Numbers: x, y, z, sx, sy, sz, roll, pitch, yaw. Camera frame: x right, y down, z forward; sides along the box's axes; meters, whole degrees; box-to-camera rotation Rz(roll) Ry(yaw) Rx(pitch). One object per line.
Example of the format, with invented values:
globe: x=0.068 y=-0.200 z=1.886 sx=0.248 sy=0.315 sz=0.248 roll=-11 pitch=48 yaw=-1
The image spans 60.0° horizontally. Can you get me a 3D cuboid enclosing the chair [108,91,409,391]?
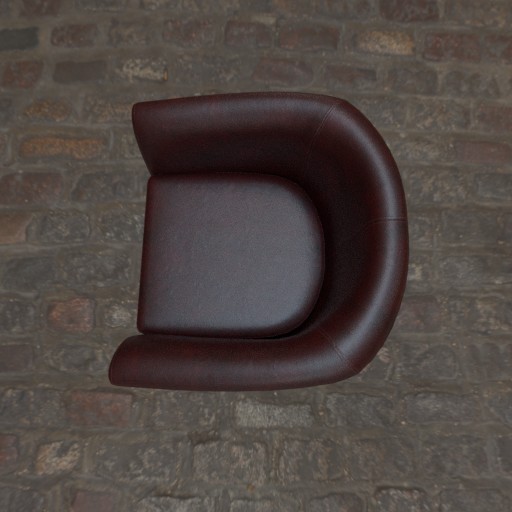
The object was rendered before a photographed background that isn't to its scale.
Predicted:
chair: x=0.000 y=0.000 z=1.398 sx=0.727 sy=0.756 sz=0.792 roll=1 pitch=76 yaw=0
